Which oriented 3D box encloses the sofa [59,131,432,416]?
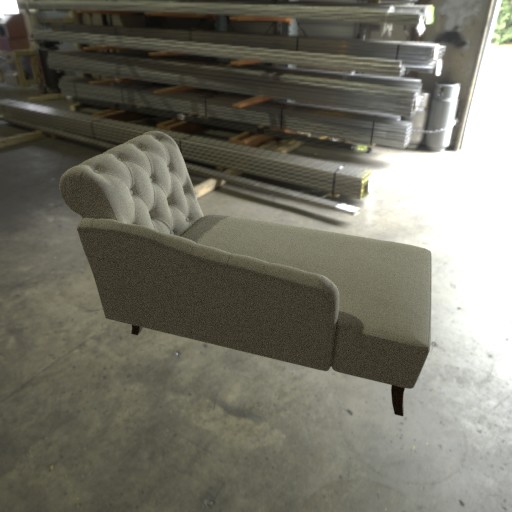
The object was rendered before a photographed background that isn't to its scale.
[{"bbox_3d":[0.000,0.000,1.826,1.379,0.787,0.675,10,32,16],"label":"sofa"}]
